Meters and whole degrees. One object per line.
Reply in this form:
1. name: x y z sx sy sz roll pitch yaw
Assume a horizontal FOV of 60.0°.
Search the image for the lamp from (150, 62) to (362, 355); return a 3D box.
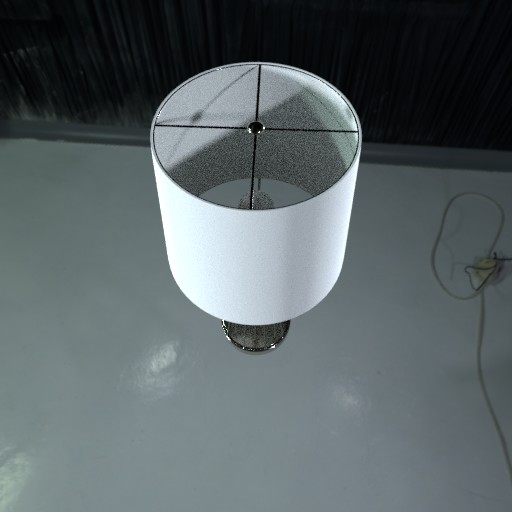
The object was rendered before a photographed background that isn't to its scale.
1. lamp: 0.000 0.000 0.804 0.303 0.618 0.303 0 59 0
